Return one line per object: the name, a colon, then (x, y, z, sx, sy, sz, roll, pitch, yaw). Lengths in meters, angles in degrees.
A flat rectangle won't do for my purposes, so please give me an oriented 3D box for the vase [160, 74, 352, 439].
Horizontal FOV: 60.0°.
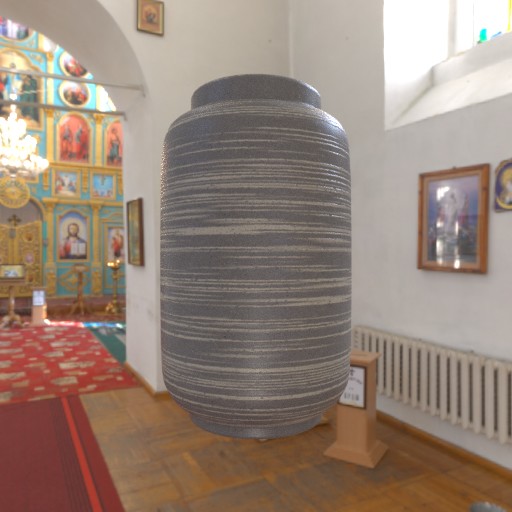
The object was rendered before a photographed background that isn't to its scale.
vase: (0.000, 0.000, 0.703, 0.297, 0.499, 0.297, 0, 0, 0)
